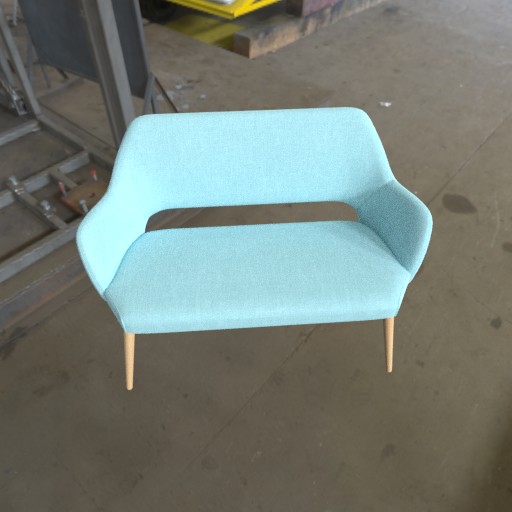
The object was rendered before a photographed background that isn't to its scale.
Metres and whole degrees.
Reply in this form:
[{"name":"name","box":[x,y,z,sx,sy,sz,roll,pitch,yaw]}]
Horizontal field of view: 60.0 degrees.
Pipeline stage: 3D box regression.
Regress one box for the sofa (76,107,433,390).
[{"name":"sofa","box":[0.000,0.000,1.622,1.150,0.840,0.610,-3,47,-3]}]
